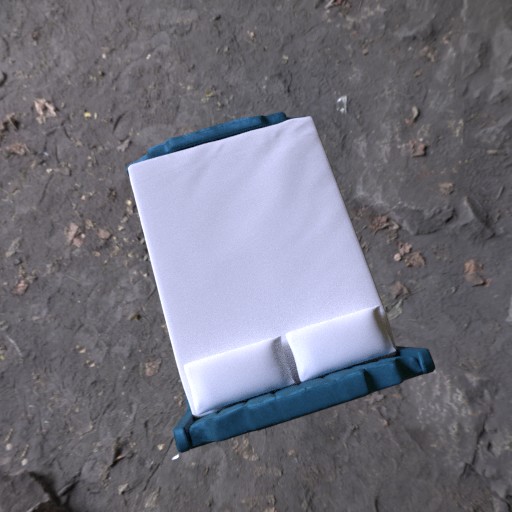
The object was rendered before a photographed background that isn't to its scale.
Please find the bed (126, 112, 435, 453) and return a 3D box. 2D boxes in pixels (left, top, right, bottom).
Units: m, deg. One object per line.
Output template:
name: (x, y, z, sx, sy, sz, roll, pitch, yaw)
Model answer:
bed: (0.000, 0.000, 3.449, 1.678, 1.338, 2.322, -16, 76, -4)
